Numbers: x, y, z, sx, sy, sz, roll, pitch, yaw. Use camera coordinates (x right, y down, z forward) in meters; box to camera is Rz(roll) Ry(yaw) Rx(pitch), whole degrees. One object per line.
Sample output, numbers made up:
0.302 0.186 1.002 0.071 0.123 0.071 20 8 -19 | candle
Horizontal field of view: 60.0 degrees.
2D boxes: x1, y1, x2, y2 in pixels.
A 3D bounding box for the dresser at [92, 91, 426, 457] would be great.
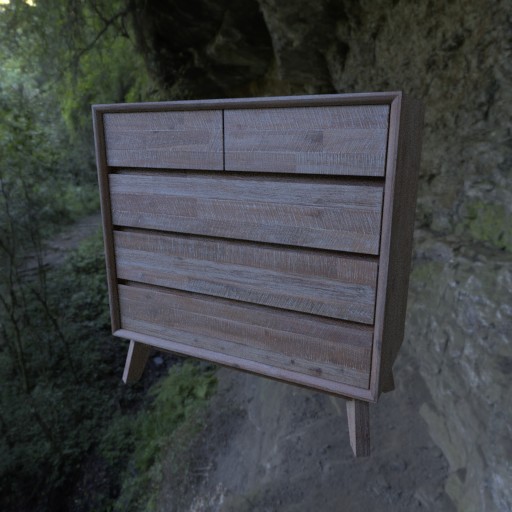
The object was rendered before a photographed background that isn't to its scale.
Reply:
0.000 0.000 1.585 0.998 1.029 0.455 7 17 26 | dresser
